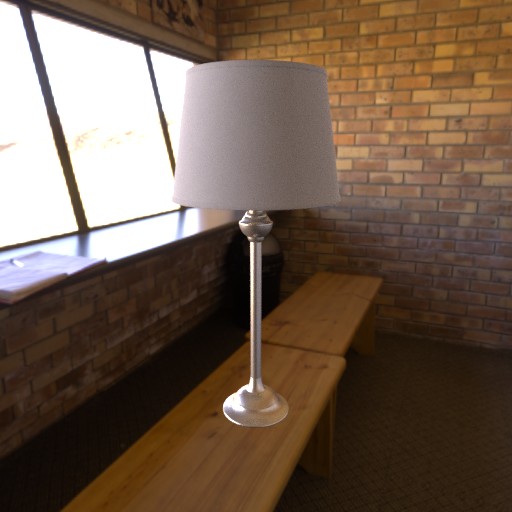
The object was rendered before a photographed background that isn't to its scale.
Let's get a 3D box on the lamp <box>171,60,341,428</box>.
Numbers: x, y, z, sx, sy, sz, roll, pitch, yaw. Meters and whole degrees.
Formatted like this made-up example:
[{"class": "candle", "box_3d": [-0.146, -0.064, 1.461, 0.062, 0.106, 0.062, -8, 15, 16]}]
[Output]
[{"class": "lamp", "box_3d": [0.000, 0.000, 0.906, 0.331, 0.698, 0.331, 0, 14, 0]}]
